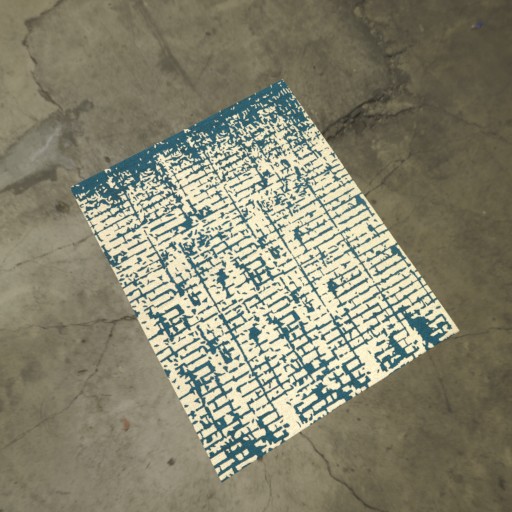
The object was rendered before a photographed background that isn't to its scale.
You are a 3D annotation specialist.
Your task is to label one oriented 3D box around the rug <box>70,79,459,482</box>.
[{"bbox_3d":[0.000,0.000,4.112,2.416,0.014,3.017,-30,77,-8],"label":"rug"}]
